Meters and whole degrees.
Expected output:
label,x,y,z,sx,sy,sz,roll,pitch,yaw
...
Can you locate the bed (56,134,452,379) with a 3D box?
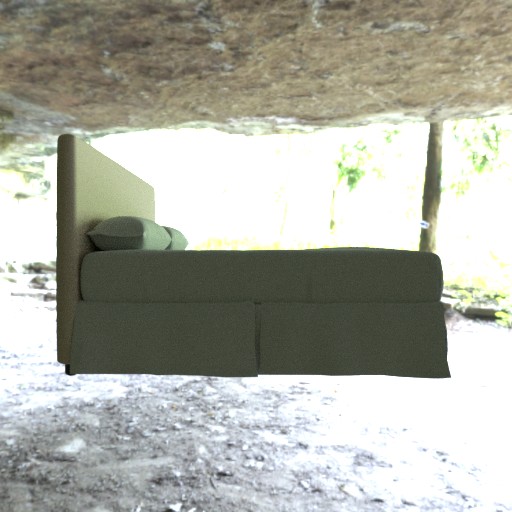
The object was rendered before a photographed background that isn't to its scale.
label,x,y,z,sx,sy,sz,roll,pitch,yaw
bed,0.000,0.000,3.245,2.142,1.330,1.884,0,0,1
